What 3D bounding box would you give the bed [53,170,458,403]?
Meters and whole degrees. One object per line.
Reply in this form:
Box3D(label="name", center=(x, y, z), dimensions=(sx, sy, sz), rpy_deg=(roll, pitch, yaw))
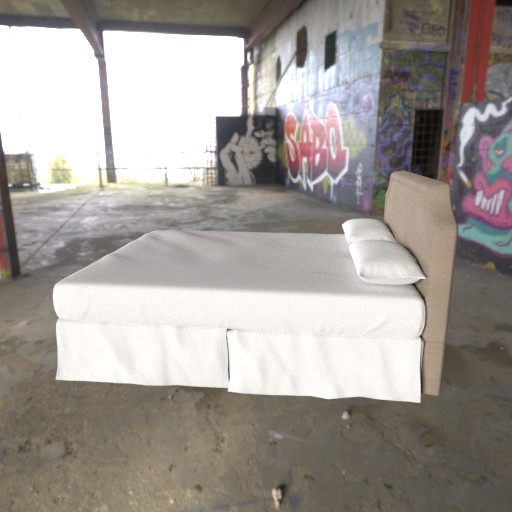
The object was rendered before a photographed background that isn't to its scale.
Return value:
Box3D(label="bed", center=(0.000, 0.000, 3.554), dimensions=(2.498, 1.293, 1.977), rpy_deg=(2, 14, 7))
